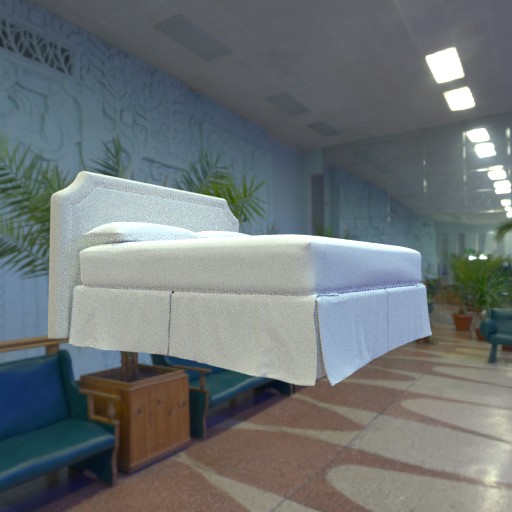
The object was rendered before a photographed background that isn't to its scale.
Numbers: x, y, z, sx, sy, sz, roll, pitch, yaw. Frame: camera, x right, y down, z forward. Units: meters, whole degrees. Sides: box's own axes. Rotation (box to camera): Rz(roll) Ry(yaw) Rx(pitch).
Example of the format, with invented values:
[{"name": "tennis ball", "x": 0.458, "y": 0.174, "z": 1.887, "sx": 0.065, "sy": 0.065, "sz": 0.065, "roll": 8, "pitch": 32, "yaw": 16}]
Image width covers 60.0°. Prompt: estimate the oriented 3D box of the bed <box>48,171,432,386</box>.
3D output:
[{"name": "bed", "x": 0.000, "y": 0.000, "z": 3.473, "sx": 2.204, "sy": 1.301, "sz": 2.160, "roll": -1, "pitch": -2, "yaw": 35}]
